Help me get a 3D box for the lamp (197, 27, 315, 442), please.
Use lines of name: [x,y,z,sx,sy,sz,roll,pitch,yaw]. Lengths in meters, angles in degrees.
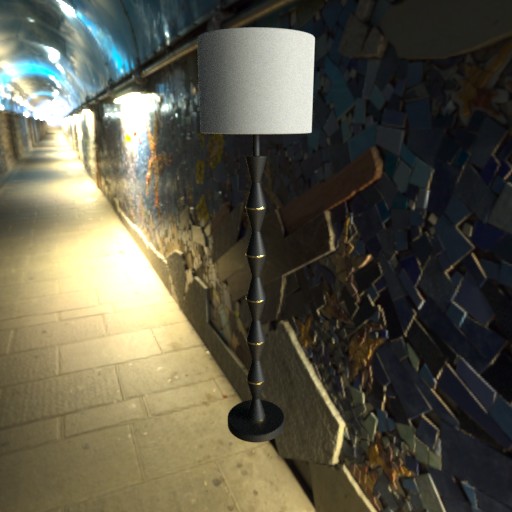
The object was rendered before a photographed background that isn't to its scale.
lamp: [0.000,0.000,1.661,0.381,1.480,0.381,-2,17,-8]
